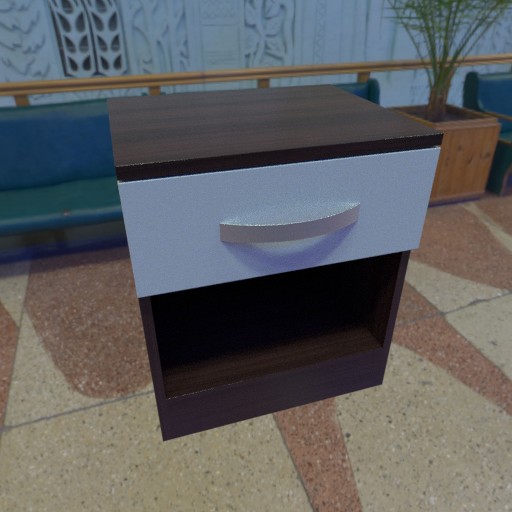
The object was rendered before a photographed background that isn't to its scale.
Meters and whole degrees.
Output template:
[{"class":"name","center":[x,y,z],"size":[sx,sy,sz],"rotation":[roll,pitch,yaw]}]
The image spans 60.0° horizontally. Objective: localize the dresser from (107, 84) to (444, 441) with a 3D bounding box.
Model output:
[{"class":"dresser","center":[0.000,0.000,0.754],"size":[0.400,0.470,0.360],"rotation":[-9,33,-15]}]
